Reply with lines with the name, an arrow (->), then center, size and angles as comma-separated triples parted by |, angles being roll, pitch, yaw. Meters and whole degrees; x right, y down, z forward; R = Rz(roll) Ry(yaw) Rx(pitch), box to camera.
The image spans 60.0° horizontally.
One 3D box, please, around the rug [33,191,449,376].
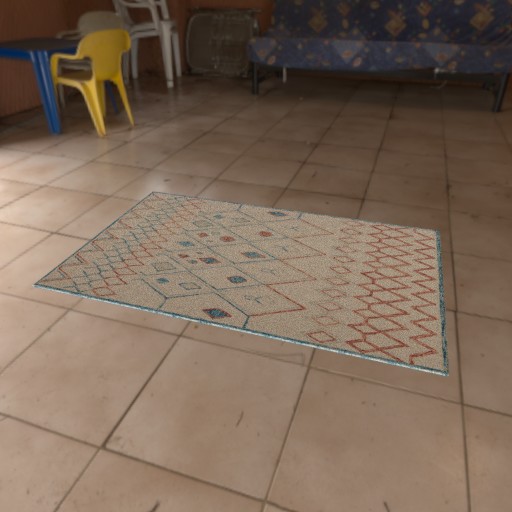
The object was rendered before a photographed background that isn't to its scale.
rug -> 0.000, 0.000, 3.060 | 2.438, 0.015, 1.524 | 10, 33, 15
